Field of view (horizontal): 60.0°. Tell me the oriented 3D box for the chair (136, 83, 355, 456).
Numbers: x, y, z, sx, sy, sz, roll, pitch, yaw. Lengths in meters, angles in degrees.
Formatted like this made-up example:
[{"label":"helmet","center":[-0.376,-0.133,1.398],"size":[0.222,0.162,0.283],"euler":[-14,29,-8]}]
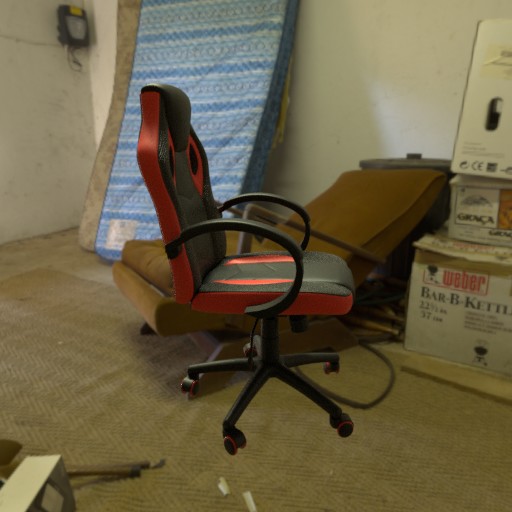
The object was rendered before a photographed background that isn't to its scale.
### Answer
[{"label":"chair","center":[0.000,0.000,1.386],"size":[0.642,1.016,0.600],"euler":[2,16,8]}]
